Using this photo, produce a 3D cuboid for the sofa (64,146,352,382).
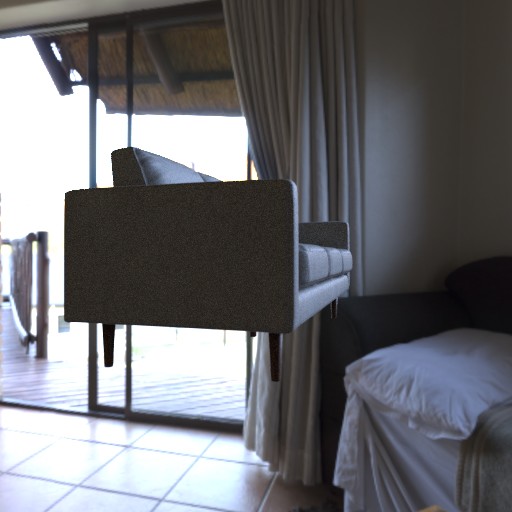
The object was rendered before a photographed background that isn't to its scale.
[{"bbox_3d":[0.000,0.000,2.512,0.944,0.918,1.983,0,0,17],"label":"sofa"}]
